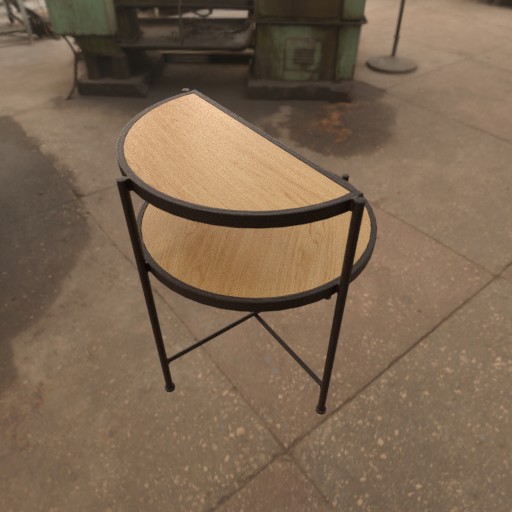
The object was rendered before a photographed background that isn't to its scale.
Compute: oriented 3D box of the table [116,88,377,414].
[{"bbox_3d":[0.000,0.000,1.157,0.628,0.684,0.629,-26,48,-26],"label":"table"}]
